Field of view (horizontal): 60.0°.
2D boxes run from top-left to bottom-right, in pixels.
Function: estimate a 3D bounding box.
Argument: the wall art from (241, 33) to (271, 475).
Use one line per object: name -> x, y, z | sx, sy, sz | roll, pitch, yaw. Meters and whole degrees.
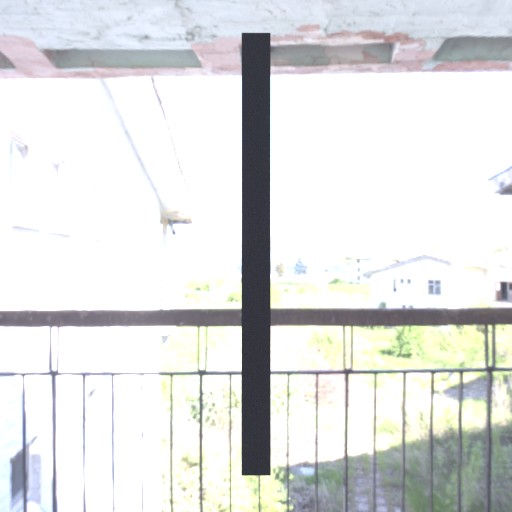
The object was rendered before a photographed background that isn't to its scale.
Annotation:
wall art -> 0.000, 0.000, 0.761 | 0.033, 0.507, 0.508 | 0, -1, 0
